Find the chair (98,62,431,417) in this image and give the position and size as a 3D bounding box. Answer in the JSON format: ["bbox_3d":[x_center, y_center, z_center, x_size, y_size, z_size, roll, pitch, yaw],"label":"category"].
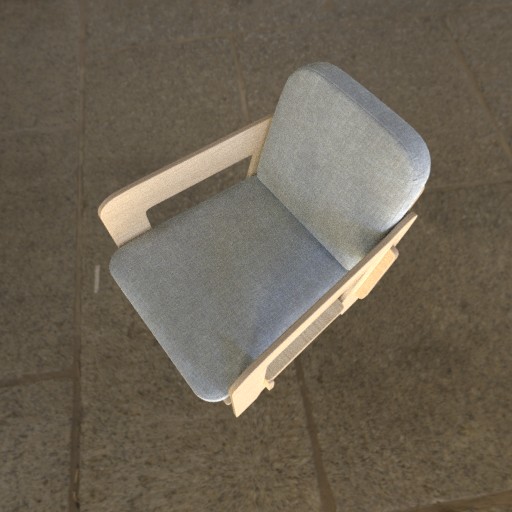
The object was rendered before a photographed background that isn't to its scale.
[{"bbox_3d":[0.000,0.000,1.268,0.710,0.800,0.590,-35,69,-16],"label":"chair"}]
